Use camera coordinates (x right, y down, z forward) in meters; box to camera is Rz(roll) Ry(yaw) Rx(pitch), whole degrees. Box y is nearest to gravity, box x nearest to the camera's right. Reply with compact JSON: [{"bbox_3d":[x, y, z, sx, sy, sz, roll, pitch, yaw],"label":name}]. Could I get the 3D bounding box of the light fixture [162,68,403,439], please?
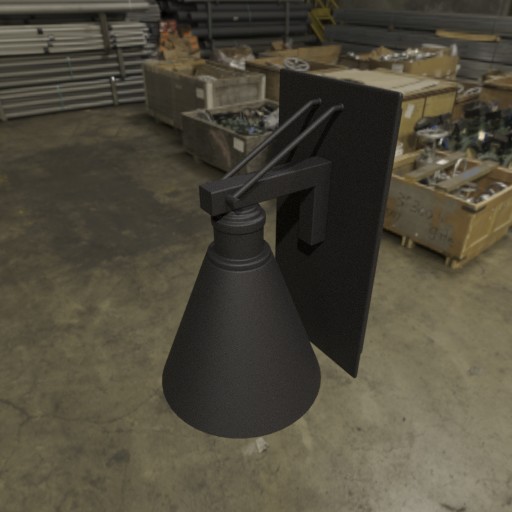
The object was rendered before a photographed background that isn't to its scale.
[{"bbox_3d":[0.000,0.000,0.417,0.207,0.298,0.170,-20,36,-30],"label":"light fixture"}]
